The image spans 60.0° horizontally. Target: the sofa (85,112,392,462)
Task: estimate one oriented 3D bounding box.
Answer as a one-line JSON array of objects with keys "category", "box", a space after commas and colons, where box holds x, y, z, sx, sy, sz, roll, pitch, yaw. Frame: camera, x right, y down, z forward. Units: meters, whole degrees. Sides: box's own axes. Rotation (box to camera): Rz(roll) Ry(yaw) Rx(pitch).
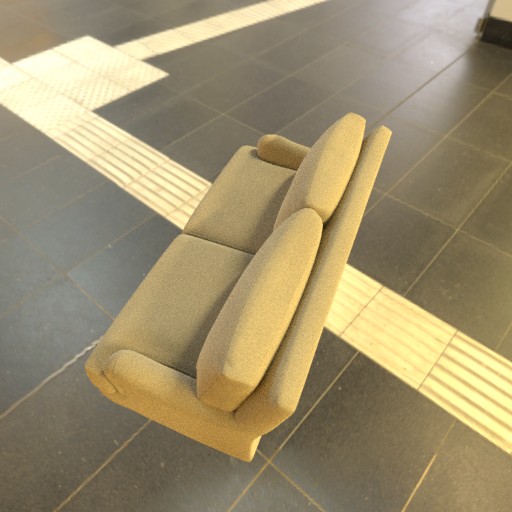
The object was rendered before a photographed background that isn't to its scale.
[{"category": "sofa", "box": [0.000, 0.000, 2.654, 1.091, 0.997, 2.070, 17, 50, 14]}]
